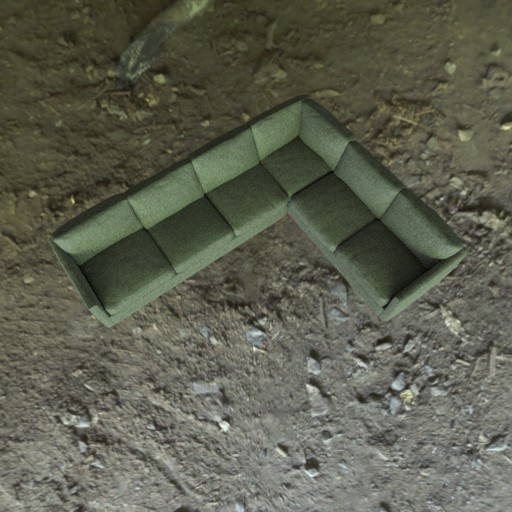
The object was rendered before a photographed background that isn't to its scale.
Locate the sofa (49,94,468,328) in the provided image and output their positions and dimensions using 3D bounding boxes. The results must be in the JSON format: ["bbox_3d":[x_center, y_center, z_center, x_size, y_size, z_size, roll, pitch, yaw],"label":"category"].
[{"bbox_3d":[0.000,0.000,4.547,3.302,0.947,2.593,-33,69,-14],"label":"sofa"}]
